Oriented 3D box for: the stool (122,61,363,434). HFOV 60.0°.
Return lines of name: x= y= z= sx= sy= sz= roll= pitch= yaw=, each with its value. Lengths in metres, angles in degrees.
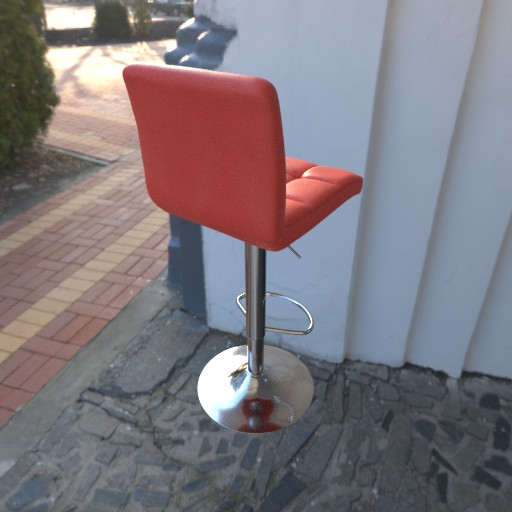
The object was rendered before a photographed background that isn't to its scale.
stool: x=0.000 y=0.000 z=1.347 sx=0.430 sy=1.115 sz=0.505 roll=22 pitch=37 yaw=31
